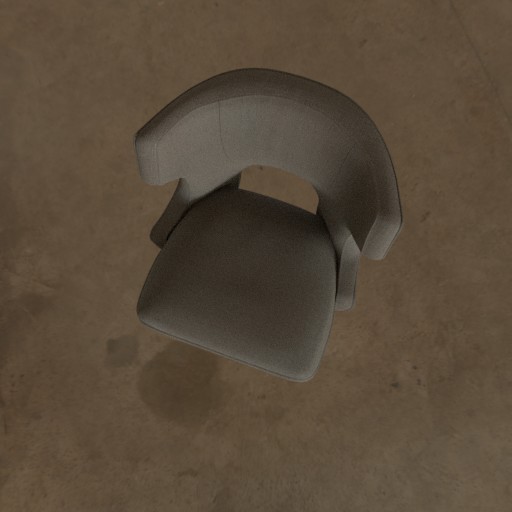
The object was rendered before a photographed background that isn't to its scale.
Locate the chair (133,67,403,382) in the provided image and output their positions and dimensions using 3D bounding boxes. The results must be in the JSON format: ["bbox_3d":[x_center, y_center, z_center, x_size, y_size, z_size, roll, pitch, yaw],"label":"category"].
[{"bbox_3d":[0.000,0.000,1.252,0.595,0.863,0.581,19,77,5],"label":"chair"}]
